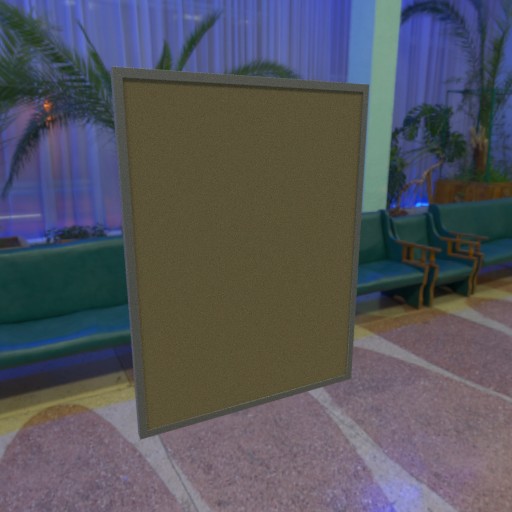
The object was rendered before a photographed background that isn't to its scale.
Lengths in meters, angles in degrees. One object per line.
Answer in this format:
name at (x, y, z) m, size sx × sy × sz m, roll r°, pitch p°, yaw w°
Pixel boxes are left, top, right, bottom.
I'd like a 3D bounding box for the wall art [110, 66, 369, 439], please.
wall art at (0.000, 0.000, 1.383) m, size 0.789 × 1.042 × 0.034 m, roll -7°, pitch 16°, yaw -26°
